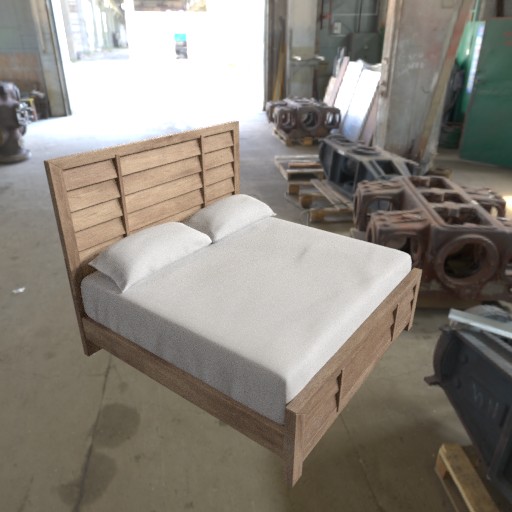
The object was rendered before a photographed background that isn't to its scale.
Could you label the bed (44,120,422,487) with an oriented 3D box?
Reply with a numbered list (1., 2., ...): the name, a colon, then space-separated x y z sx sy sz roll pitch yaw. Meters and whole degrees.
1. bed: 0.000 0.000 3.516 2.062 1.626 2.032 18 31 32
